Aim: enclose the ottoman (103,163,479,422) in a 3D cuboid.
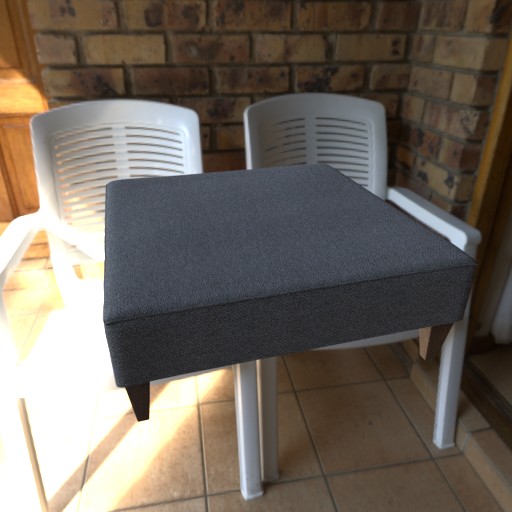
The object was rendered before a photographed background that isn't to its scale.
[{"bbox_3d":[0.000,0.000,1.537,0.970,0.378,0.981,-8,29,-14],"label":"ottoman"}]
